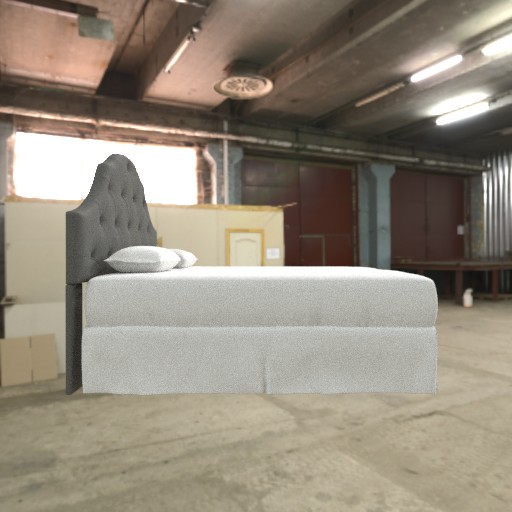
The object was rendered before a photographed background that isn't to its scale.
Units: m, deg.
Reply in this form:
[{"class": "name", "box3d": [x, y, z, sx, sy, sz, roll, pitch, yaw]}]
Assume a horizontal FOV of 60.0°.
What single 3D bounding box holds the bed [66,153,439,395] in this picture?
[{"class": "bed", "box3d": [0.000, 0.000, 3.551, 2.214, 1.615, 2.008, 0, 0, 0]}]
